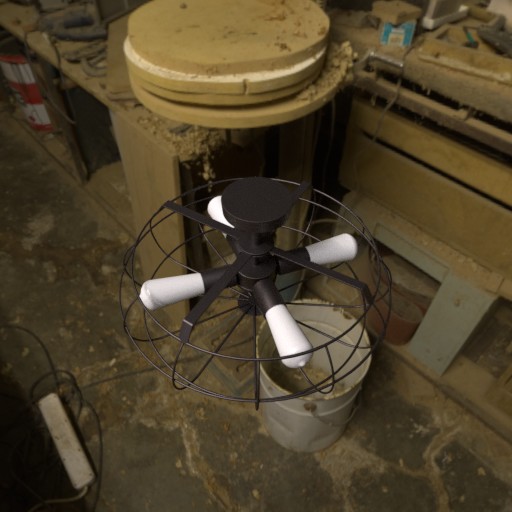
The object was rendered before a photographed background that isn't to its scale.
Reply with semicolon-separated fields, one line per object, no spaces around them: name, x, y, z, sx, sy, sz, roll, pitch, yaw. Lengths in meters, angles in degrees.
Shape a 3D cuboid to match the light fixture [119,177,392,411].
light fixture;0.000;0.000;0.921;0.582;0.311;0.582;0;47;0
